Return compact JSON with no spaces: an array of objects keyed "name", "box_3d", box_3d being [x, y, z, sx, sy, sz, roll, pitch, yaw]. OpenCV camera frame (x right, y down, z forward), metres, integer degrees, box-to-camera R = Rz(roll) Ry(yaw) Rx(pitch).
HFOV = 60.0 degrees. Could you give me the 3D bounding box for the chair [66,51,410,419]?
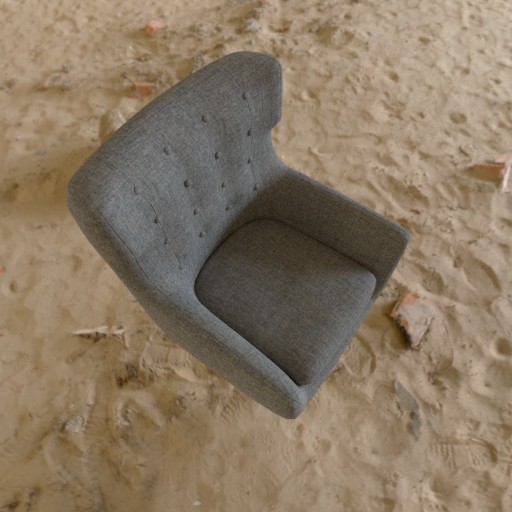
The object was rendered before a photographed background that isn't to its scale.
[{"name":"chair","box_3d":[0.000,0.000,1.706,0.904,1.063,0.878,32,63,18]}]
